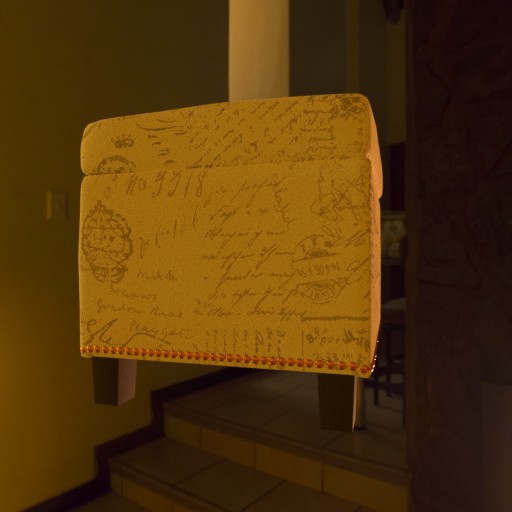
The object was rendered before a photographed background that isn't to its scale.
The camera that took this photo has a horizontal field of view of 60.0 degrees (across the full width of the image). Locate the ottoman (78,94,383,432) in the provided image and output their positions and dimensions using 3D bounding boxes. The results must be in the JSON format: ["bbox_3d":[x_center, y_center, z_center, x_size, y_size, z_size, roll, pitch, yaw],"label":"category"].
[{"bbox_3d":[0.000,0.000,0.828,0.449,0.457,0.450,0,0,17],"label":"ottoman"}]
